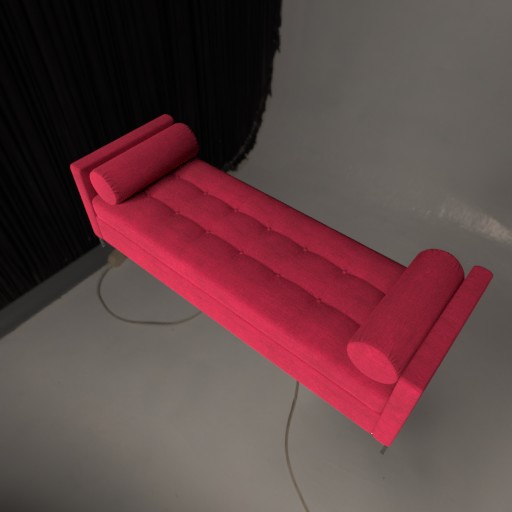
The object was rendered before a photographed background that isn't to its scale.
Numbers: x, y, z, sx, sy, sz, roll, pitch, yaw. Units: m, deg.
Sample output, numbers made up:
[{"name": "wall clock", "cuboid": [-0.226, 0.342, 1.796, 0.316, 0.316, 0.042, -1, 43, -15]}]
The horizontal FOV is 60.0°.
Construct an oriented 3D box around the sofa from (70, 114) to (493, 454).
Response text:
[{"name": "sofa", "cuboid": [0.000, 0.000, 2.280, 1.981, 0.635, 0.686, 31, 55, 26]}]
